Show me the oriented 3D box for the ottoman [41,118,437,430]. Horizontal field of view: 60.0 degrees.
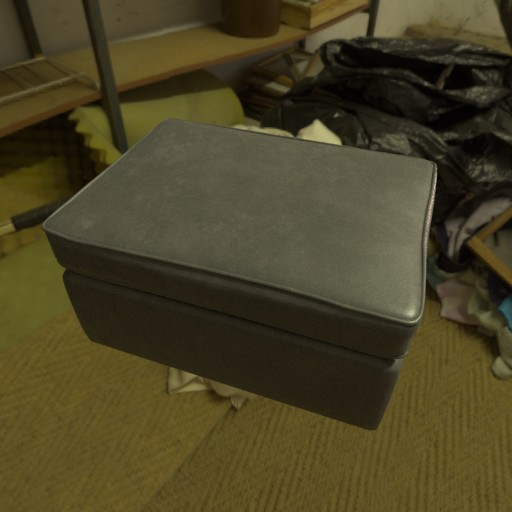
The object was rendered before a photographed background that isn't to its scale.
[{"bbox_3d":[0.000,0.000,1.102,0.756,0.445,0.554,13,44,15],"label":"ottoman"}]
